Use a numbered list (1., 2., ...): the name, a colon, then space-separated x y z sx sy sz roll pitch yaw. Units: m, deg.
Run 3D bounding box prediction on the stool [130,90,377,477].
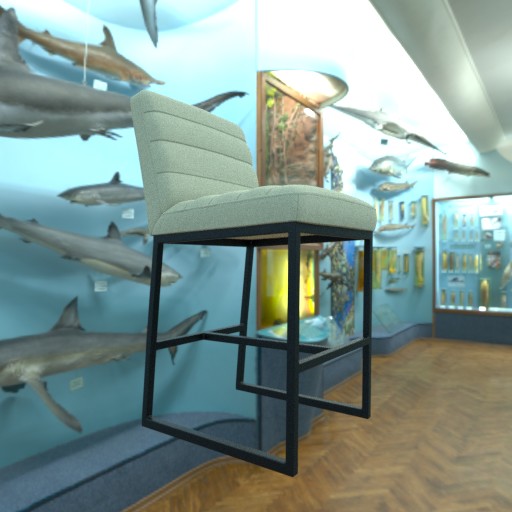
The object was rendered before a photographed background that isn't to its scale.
1. stool: 0.000 0.000 1.266 0.560 0.940 0.460 0 0 36
